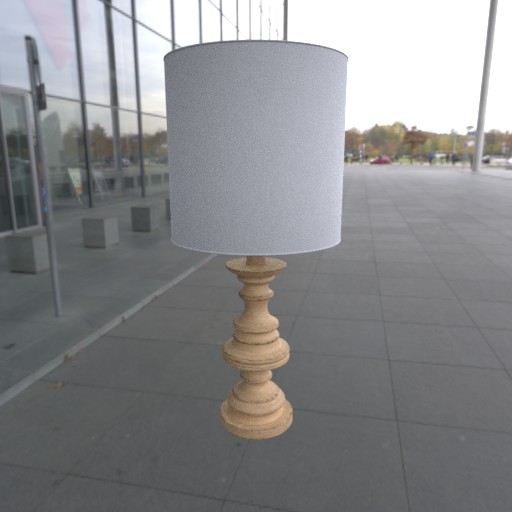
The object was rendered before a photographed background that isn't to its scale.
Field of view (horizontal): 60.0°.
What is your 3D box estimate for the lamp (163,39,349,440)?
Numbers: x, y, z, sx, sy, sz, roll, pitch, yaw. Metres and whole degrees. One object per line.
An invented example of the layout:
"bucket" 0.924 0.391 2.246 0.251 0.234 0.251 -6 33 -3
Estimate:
"lamp" 0.000 0.000 0.559 0.208 0.455 0.208 7 14 27
